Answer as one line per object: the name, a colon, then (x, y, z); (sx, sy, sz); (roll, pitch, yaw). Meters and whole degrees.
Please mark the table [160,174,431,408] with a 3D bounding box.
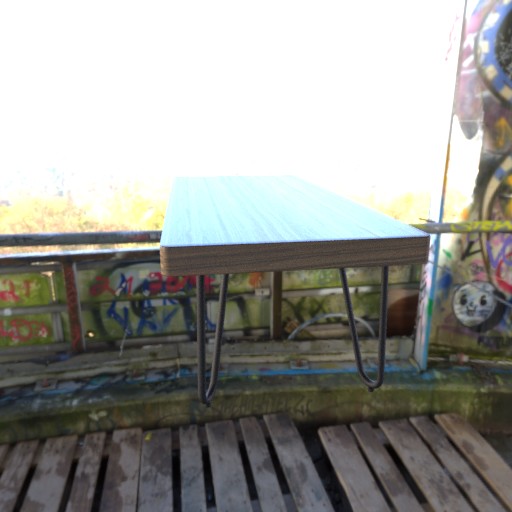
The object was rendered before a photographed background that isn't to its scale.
table: (0.000, 0.000, 1.709); (0.637, 0.468, 1.375); (-3, 17, -9)
